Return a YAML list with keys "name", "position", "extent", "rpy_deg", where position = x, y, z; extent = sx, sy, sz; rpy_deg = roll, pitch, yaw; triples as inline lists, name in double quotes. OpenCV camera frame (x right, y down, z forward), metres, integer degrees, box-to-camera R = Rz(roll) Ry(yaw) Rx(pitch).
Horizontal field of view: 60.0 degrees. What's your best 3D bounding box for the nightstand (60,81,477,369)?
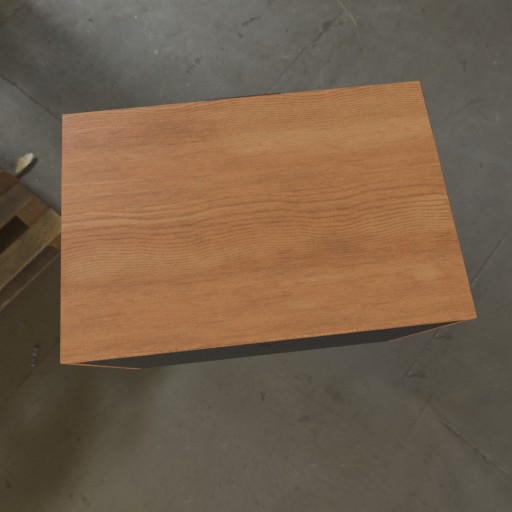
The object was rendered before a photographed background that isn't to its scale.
- name: "nightstand"
  position: [0.000, 0.000, 0.998]
  extent: [0.613, 0.615, 0.427]
  rpy_deg: [-6, 75, -2]
